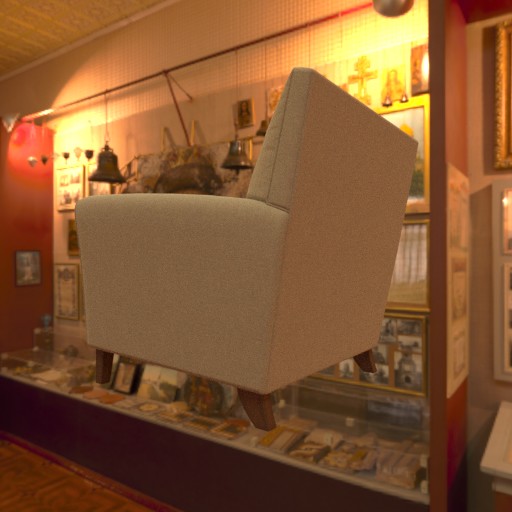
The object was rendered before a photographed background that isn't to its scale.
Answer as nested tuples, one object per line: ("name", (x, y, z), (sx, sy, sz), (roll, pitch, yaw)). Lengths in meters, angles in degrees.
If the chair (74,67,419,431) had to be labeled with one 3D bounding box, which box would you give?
("chair", (0.000, 0.000, 1.520), (0.871, 0.846, 0.840), (0, 0, 36))
